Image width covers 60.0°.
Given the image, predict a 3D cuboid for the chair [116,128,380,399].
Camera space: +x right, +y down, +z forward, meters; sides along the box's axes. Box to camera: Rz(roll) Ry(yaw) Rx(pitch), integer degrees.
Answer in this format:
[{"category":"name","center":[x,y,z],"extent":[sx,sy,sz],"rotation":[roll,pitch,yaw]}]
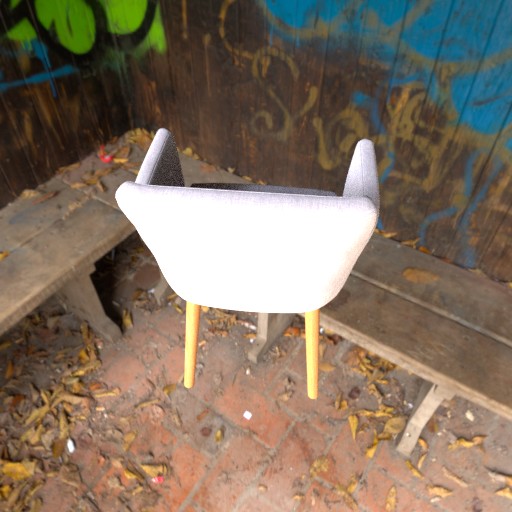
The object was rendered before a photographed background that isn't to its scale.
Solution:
[{"category":"chair","center":[0.000,0.000,1.190],"extent":[0.570,0.780,0.540],"rotation":[4,46,4]}]
